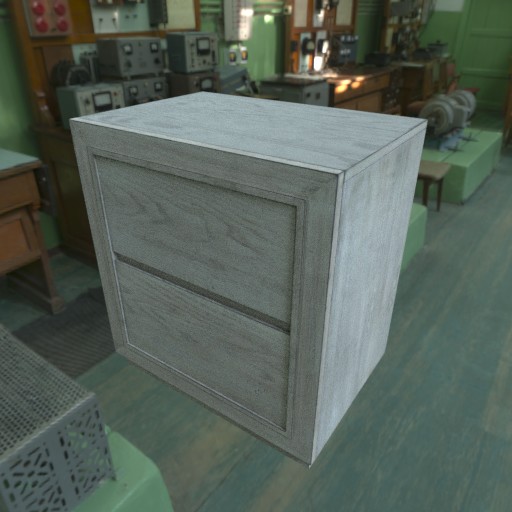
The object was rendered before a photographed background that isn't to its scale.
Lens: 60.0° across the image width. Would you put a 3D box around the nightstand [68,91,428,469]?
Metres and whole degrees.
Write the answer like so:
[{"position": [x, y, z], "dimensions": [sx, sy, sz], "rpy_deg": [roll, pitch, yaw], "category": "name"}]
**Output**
[{"position": [0.000, 0.000, 1.098], "dimensions": [0.612, 0.673, 0.483], "rpy_deg": [19, 34, 30], "category": "nightstand"}]
